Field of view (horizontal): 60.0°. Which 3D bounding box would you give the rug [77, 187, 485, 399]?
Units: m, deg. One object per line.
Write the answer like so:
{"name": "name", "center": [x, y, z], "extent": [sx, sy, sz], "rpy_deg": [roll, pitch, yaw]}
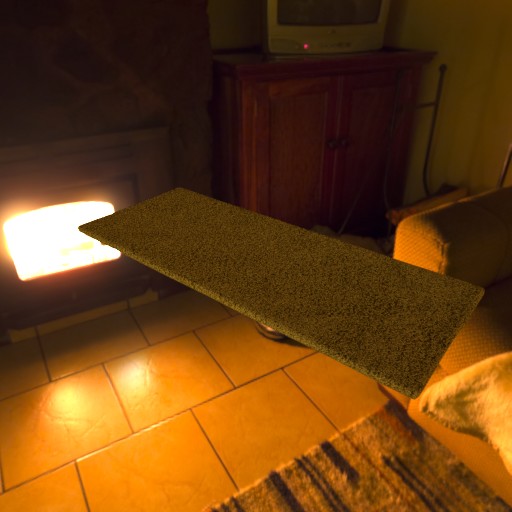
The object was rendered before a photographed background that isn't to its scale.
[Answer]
{"name": "rug", "center": [0.000, 0.000, 1.723], "extent": [1.524, 0.030, 0.609], "rpy_deg": [22, 36, 33]}
